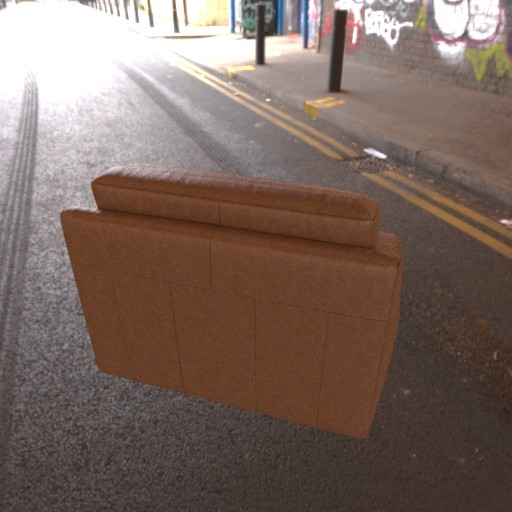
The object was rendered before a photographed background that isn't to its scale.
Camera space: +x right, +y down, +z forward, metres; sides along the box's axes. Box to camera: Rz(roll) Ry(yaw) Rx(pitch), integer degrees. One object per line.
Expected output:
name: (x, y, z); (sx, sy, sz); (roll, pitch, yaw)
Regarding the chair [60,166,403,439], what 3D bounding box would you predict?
chair: (0.000, 0.000, 2.026); (1.276, 0.978, 1.050); (9, 32, 15)
